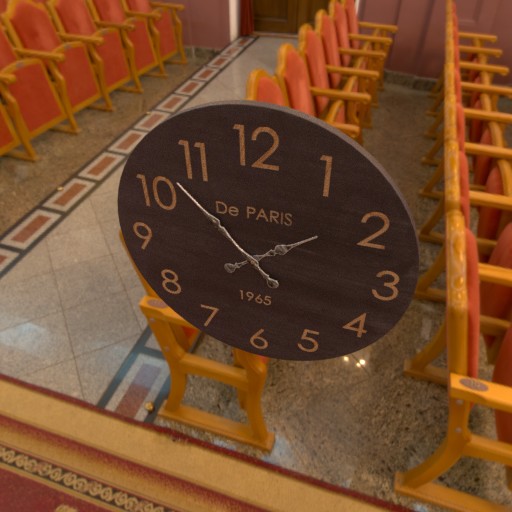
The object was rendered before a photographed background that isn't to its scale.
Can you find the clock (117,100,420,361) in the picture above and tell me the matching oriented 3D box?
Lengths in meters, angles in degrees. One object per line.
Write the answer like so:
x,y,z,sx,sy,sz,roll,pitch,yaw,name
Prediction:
0.000,0.000,0.859,0.595,0.595,0.029,12,41,14,clock
